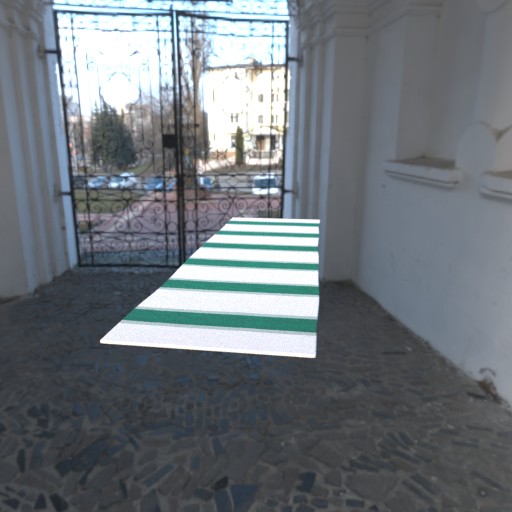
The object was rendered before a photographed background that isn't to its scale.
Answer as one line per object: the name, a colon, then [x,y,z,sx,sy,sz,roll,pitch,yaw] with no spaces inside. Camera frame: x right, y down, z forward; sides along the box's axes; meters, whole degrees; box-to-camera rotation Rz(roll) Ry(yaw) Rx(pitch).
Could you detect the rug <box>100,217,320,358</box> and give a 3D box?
rug: [0.000,0.000,2.684,0.768,0.012,2.438,2,16,8]
